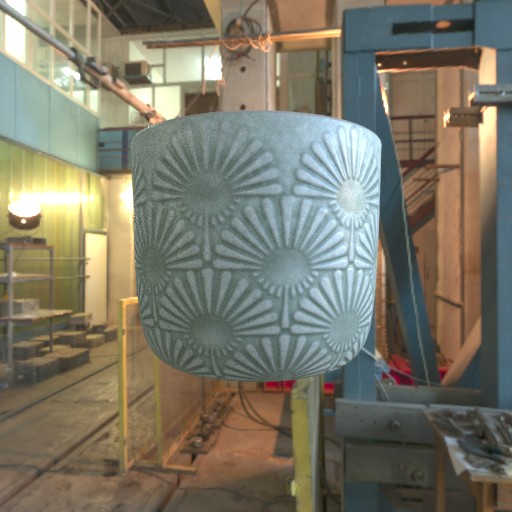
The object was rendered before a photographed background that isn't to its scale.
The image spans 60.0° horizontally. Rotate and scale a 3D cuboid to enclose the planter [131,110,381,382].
[{"bbox_3d":[0.000,0.000,0.227,0.124,0.109,0.124,0,0,0],"label":"planter"}]
